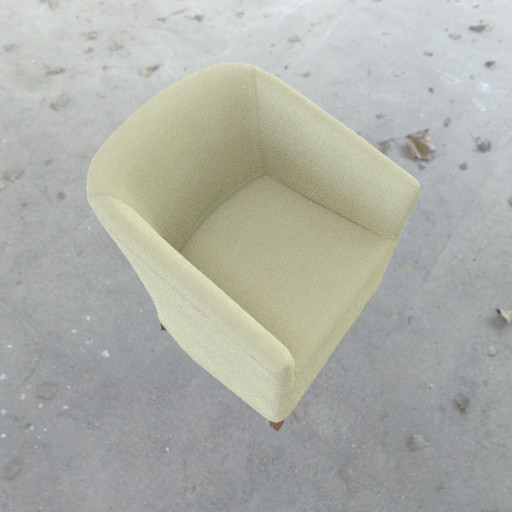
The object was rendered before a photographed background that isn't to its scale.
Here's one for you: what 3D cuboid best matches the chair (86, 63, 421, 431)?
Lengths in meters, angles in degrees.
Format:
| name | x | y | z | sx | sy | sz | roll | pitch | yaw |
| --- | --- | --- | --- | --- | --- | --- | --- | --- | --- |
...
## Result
| name | x | y | z | sx | sy | sz | roll | pitch | yaw |
| --- | --- | --- | --- | --- | --- | --- | --- | --- | --- |
| chair | 0.000 | 0.000 | 1.326 | 0.657 | 0.822 | 0.643 | 33 | 64 | 18 |
